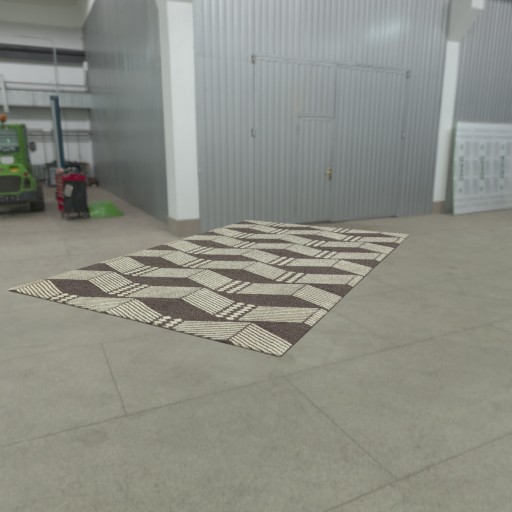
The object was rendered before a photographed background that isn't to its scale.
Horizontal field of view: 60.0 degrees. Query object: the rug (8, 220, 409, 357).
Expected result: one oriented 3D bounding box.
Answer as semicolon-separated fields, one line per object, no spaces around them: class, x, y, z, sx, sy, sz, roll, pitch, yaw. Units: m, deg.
rug;0.000;0.000;2.908;1.517;0.011;2.435;7;16;28
